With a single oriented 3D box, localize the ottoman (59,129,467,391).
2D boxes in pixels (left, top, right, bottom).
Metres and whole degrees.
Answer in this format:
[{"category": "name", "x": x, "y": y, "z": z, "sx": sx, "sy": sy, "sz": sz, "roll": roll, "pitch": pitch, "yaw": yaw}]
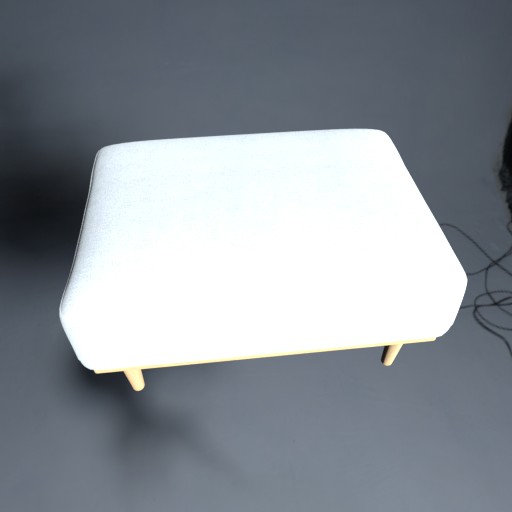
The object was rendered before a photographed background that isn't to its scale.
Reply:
[{"category": "ottoman", "x": 0.000, "y": 0.000, "z": 1.059, "sx": 0.749, "sy": 0.428, "sz": 0.549, "roll": -5, "pitch": 47, "yaw": -4}]
